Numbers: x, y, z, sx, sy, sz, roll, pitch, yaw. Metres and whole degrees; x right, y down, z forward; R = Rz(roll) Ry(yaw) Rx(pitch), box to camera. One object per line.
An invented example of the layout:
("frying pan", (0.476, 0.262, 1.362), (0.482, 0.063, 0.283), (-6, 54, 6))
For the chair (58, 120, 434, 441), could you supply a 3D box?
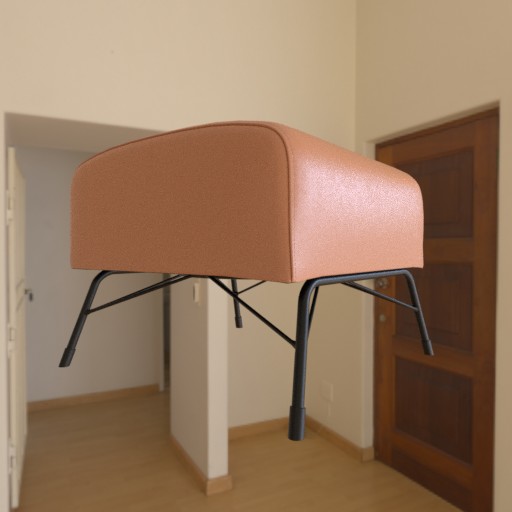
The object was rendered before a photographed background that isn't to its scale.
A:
("chair", (0.000, 0.000, 0.870), (0.530, 0.410, 0.530), (1, 1, 38))
